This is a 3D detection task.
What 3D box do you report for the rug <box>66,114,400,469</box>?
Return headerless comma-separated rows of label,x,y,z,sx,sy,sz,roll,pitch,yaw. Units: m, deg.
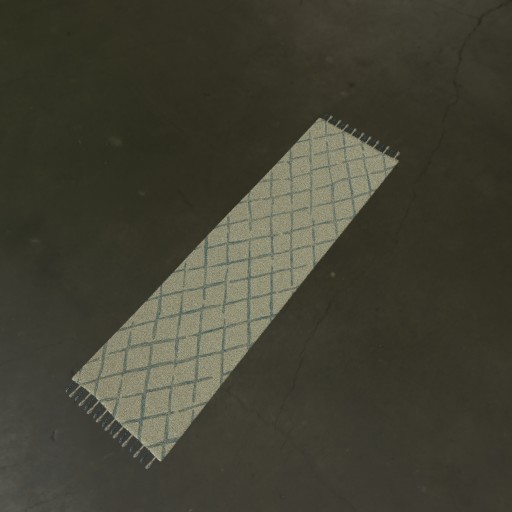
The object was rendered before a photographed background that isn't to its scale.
rug,0.000,0.000,2.556,0.620,0.008,2.372,34,68,16
